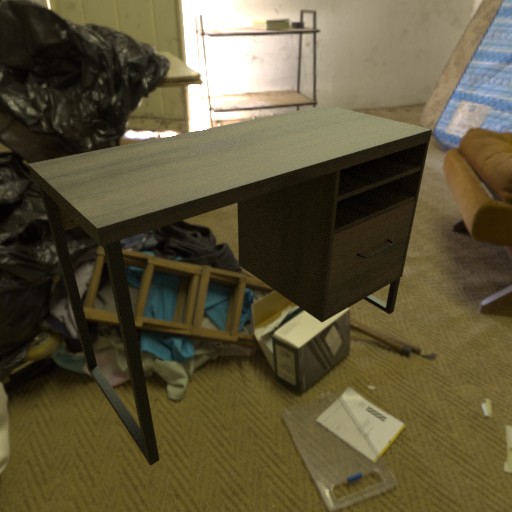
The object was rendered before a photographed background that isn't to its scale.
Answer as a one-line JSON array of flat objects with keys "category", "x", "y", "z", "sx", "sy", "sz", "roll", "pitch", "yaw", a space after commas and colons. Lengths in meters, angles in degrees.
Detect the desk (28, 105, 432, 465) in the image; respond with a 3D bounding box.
[{"category": "desk", "x": 0.000, "y": 0.000, "z": 1.494, "sx": 1.134, "sy": 0.752, "sz": 0.511, "roll": -22, "pitch": 37, "yaw": -33}]
